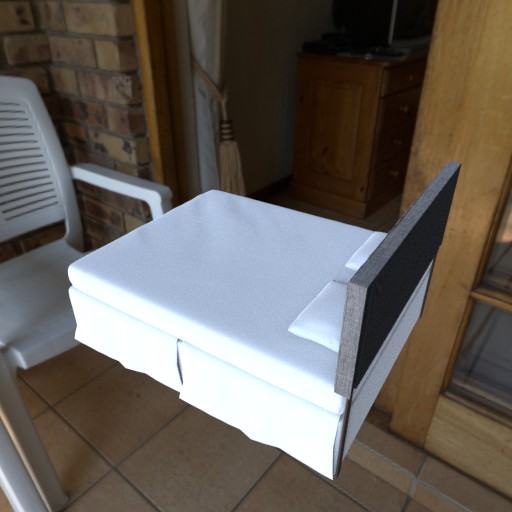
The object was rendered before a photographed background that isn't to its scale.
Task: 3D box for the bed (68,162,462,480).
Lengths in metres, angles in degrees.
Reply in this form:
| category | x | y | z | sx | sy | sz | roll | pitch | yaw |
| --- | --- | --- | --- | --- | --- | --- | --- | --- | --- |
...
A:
| category | x | y | z | sx | sy | sz | roll | pitch | yaw |
| --- | --- | --- | --- | --- | --- | --- | --- | --- | --- |
| bed | 0.000 | 0.000 | 2.883 | 1.958 | 1.168 | 1.621 | 18 | 36 | 28 |
